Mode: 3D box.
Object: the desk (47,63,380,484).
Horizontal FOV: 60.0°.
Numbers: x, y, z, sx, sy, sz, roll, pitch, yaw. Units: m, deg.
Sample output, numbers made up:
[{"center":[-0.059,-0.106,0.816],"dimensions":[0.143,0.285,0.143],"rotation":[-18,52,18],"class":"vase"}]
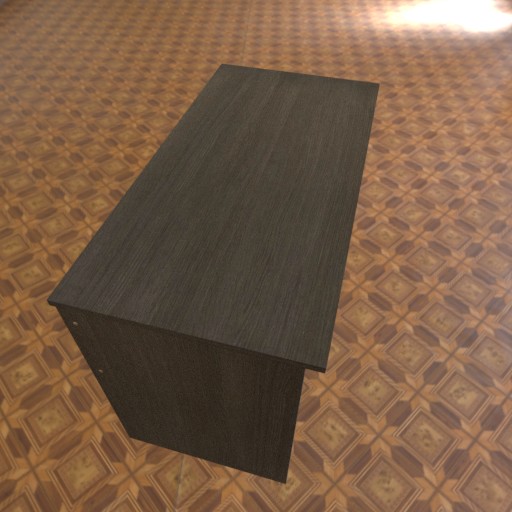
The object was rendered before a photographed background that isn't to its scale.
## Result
[{"center":[0.000,0.000,1.453],"dimensions":[0.560,0.730,1.096],"rotation":[12,49,10],"class":"desk"}]
